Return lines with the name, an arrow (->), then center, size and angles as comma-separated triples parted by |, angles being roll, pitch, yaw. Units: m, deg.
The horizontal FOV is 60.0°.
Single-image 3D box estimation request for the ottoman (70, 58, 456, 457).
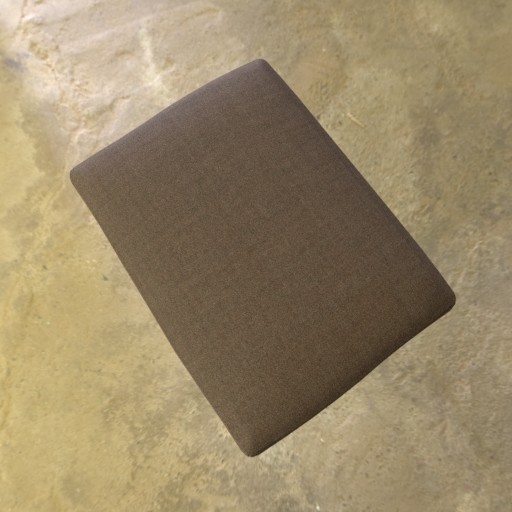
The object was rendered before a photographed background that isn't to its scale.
ottoman -> 0.000, 0.000, 1.220 | 0.599, 0.555, 0.809 | -34, 78, -8
